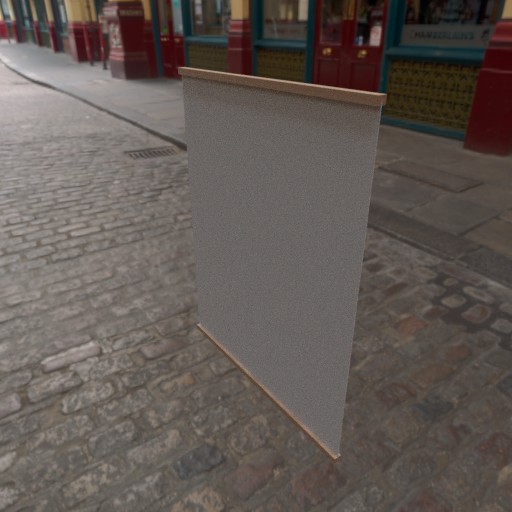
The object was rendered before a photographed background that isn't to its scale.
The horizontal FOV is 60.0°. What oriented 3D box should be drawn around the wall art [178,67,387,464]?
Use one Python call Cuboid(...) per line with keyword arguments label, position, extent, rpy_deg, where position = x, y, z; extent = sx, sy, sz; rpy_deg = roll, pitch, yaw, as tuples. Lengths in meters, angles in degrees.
Cuboid(label="wall art", position=(0.000, 0.000, 0.677), extent=(0.012, 0.508, 0.405), rpy_deg=(-18, 32, -32))
